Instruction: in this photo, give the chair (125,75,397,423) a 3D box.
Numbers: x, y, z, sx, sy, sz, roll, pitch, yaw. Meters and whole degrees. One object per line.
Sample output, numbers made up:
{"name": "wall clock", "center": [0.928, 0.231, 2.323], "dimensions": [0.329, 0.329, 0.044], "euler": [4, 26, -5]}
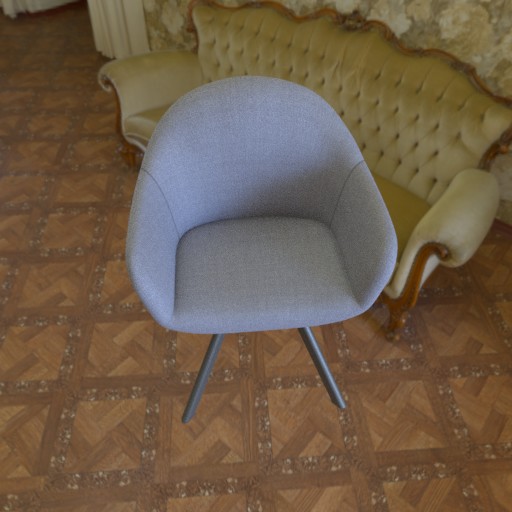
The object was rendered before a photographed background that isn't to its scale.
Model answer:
{"name": "chair", "center": [0.000, 0.000, 1.222], "dimensions": [0.590, 0.795, 0.550], "euler": [-4, 45, -4]}
